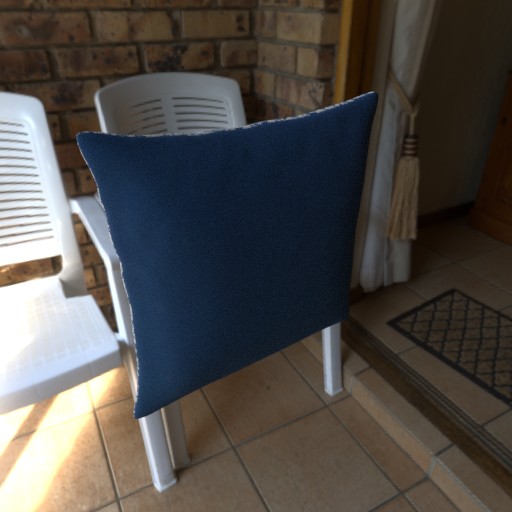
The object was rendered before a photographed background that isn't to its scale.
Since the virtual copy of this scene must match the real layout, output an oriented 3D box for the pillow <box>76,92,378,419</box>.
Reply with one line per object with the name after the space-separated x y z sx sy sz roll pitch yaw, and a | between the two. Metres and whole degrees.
0.000 0.000 0.785 0.523 0.510 0.166 -19 35 -29 | pillow
